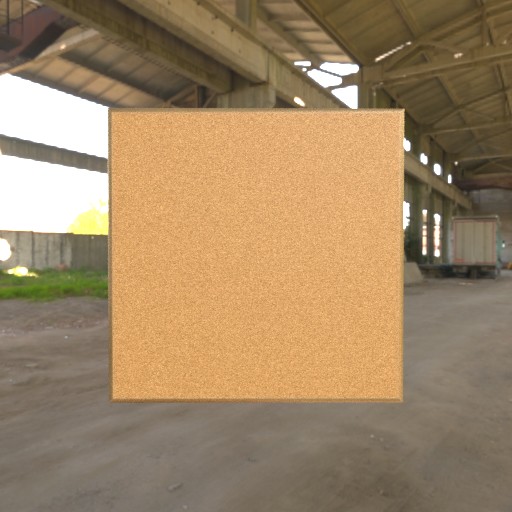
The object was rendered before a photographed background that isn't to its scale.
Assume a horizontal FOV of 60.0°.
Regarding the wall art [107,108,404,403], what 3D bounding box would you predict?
[{"bbox_3d":[0.000,0.000,0.788,0.513,0.511,0.038,0,1,0],"label":"wall art"}]
